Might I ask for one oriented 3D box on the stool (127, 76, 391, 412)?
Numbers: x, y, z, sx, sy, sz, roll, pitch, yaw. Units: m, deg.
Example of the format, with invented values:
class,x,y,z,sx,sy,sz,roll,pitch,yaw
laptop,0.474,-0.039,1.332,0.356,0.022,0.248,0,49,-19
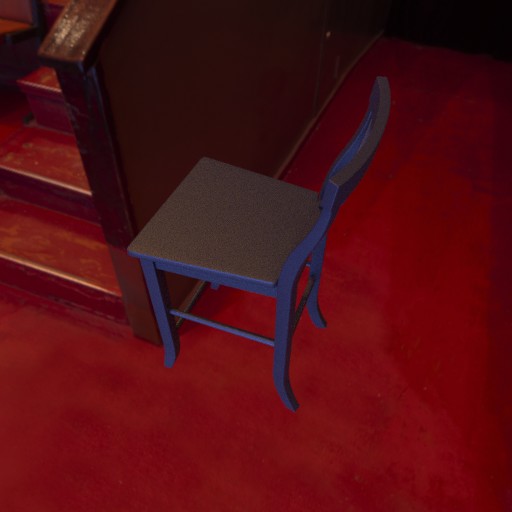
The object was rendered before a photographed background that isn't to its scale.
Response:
class,x,y,z,sx,sy,sz,roll,pitch,yaw
stool,0.000,0.000,1.320,0.559,0.989,0.452,16,49,15
